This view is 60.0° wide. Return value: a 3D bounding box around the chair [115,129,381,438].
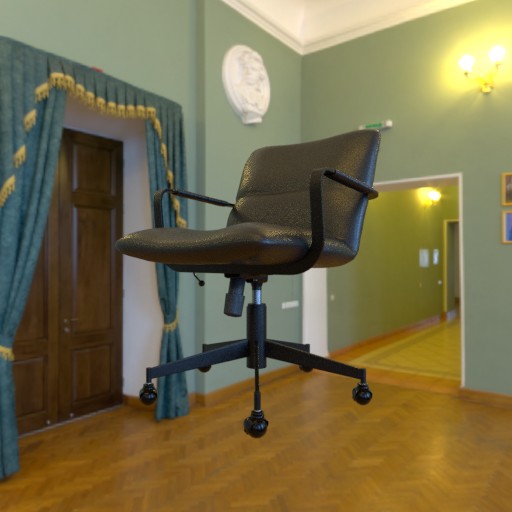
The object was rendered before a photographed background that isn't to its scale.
[{"bbox_3d":[0.000,0.000,1.472,0.719,0.922,0.748,0,0,36],"label":"chair"}]
